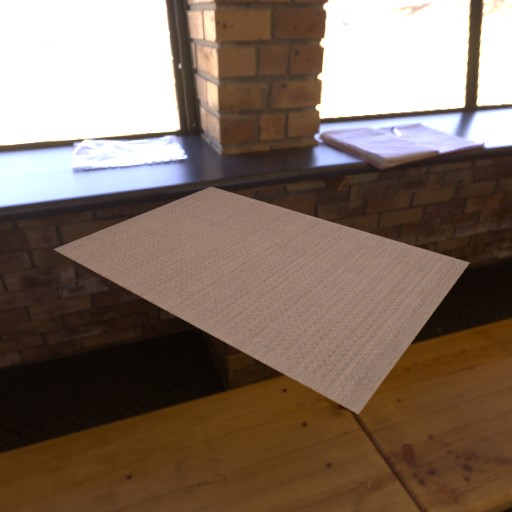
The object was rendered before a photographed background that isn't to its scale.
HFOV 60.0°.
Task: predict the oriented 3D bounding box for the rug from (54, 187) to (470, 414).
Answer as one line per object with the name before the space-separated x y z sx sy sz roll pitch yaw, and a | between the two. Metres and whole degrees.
rug | 0.000 0.000 3.733 2.895 0.006 1.981 21 35 33
